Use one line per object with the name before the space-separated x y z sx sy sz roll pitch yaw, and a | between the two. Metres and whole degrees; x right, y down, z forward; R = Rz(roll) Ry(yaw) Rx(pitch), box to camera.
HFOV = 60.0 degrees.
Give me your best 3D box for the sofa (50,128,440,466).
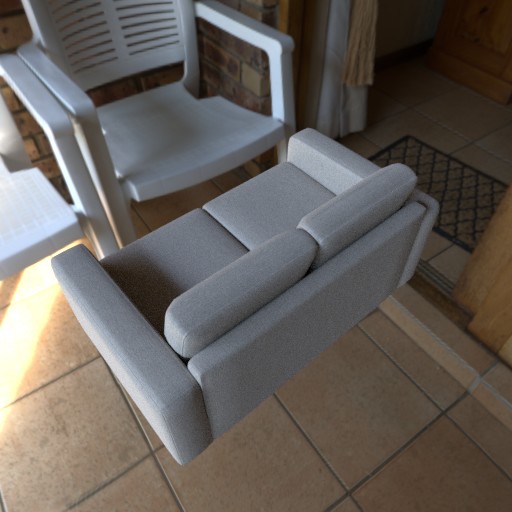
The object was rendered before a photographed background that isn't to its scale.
sofa | 0.000 0.000 2.057 1.540 0.800 0.900 -33 56 -26
